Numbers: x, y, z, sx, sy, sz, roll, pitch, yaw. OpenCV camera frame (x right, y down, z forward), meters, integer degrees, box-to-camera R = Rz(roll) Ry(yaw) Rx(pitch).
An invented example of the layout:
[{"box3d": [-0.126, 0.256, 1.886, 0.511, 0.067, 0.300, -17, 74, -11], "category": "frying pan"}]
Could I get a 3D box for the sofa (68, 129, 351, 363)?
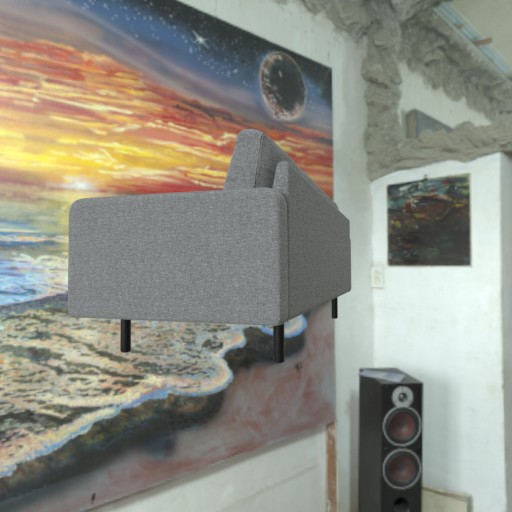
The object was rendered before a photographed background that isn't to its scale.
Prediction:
[{"box3d": [0.000, 0.000, 2.601, 0.880, 0.880, 2.200, 0, -2, 18], "category": "sofa"}]
